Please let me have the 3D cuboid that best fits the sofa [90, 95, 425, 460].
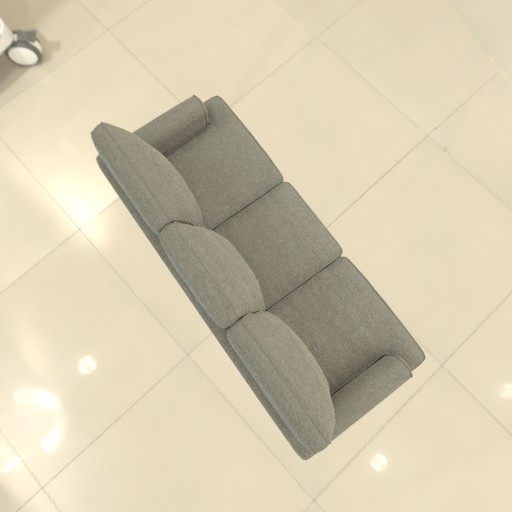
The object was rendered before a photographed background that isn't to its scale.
[{"bbox_3d":[0.000,0.000,2.681,0.951,0.965,2.158,-35,78,-8],"label":"sofa"}]
